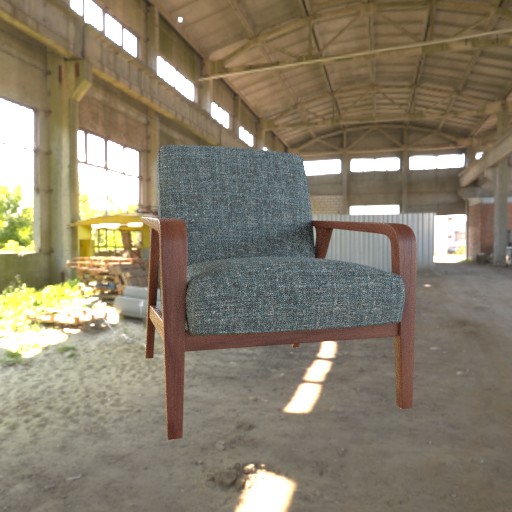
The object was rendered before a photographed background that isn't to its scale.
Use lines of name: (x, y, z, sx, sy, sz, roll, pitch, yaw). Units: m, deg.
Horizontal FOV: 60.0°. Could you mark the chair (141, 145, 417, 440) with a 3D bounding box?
chair: (0.000, 0.000, 1.522, 0.719, 0.864, 0.889, 0, 1, -18)
